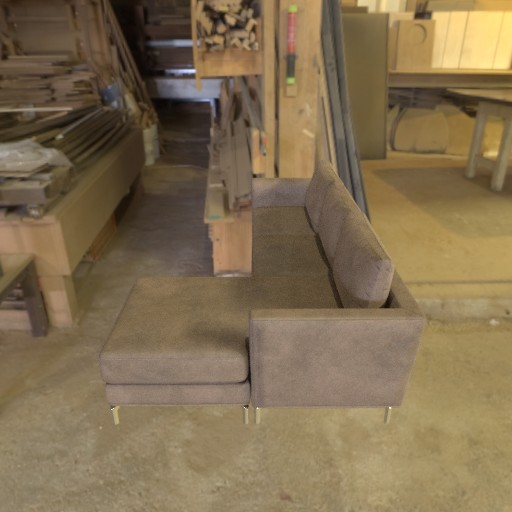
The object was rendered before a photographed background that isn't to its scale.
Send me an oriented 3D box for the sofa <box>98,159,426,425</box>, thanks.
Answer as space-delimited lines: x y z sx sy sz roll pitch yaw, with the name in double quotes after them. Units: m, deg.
0.000 0.000 3.299 1.622 0.987 2.438 0 26 0 "sofa"
